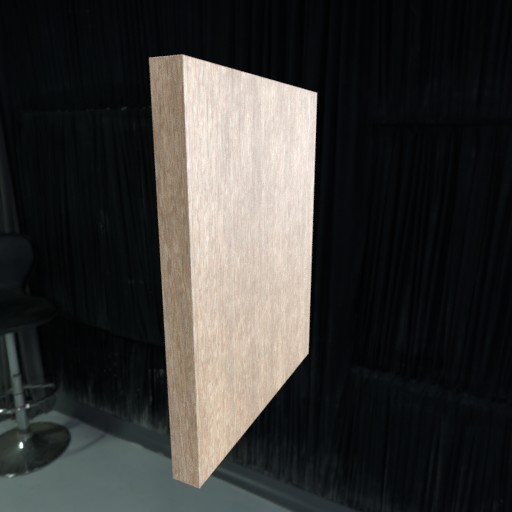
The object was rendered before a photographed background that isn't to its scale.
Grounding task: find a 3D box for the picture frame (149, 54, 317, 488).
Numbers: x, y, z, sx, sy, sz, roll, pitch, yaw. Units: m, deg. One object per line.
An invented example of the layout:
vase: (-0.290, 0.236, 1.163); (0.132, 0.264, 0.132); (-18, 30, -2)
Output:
picture frame: (0.000, 0.000, 0.708); (0.043, 0.526, 0.424); (7, 16, 25)
